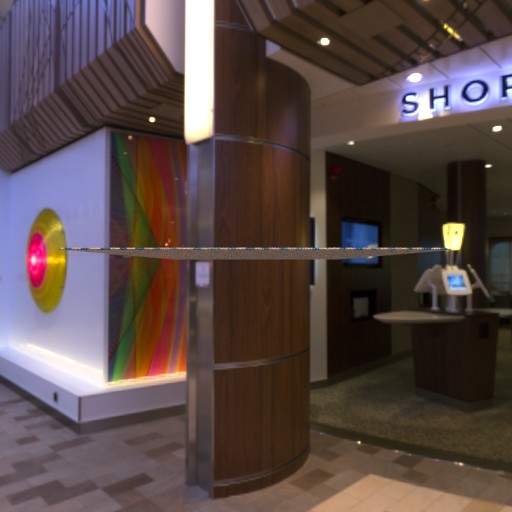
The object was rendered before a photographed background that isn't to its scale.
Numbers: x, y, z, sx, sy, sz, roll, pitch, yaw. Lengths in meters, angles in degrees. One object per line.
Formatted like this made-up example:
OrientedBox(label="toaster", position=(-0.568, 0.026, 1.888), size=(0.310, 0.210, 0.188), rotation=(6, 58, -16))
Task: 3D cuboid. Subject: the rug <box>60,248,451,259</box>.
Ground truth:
OrientedBox(label="rug", position=(0.000, 0.000, 2.944), size=(1.531, 0.008, 2.439), rotation=(0, -1, 0))
